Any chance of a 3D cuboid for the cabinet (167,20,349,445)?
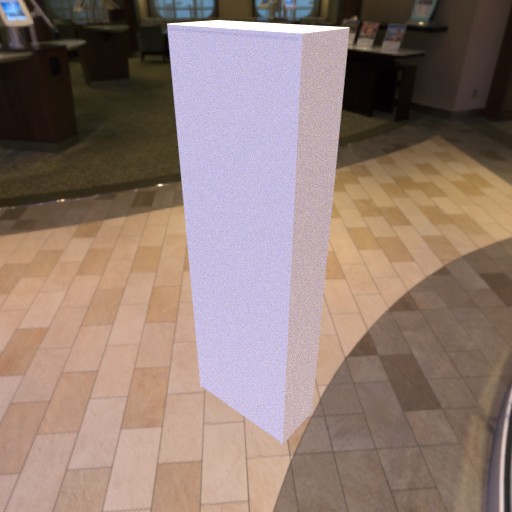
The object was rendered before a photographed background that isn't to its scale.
[{"bbox_3d":[0.000,0.000,1.763,0.520,1.630,0.255,23,38,33],"label":"cabinet"}]
